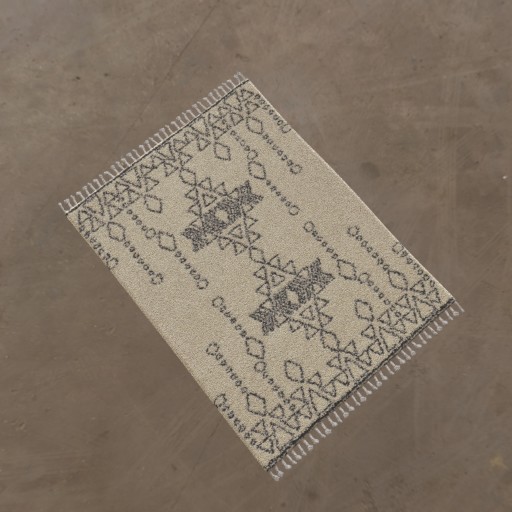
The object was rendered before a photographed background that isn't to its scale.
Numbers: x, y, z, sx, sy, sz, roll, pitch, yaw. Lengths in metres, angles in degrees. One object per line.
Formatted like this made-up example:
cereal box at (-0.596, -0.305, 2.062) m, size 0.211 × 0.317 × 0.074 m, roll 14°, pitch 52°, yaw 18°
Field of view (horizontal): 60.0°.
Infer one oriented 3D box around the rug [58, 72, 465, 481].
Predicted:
rug at (0.000, 0.000, 3.878) m, size 2.125 × 0.028 × 3.027 m, roll -39°, pitch 80°, yaw -8°
